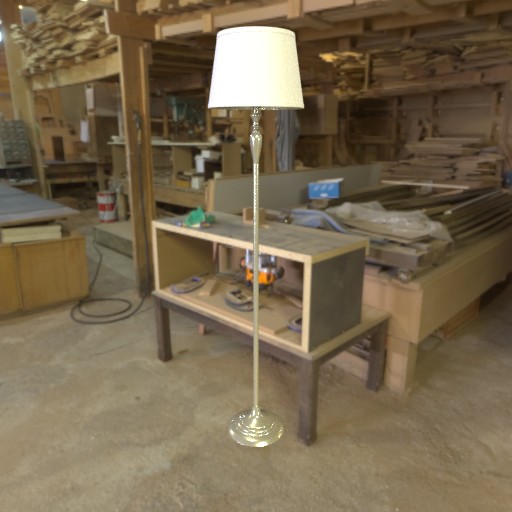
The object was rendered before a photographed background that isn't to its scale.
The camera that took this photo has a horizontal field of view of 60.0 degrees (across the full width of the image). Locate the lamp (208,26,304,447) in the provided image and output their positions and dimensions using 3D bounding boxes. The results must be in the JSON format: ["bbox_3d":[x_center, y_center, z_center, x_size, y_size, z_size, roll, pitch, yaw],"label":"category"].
[{"bbox_3d":[0.000,0.000,1.660,0.327,1.506,0.327,-15,22,-41],"label":"lamp"}]
